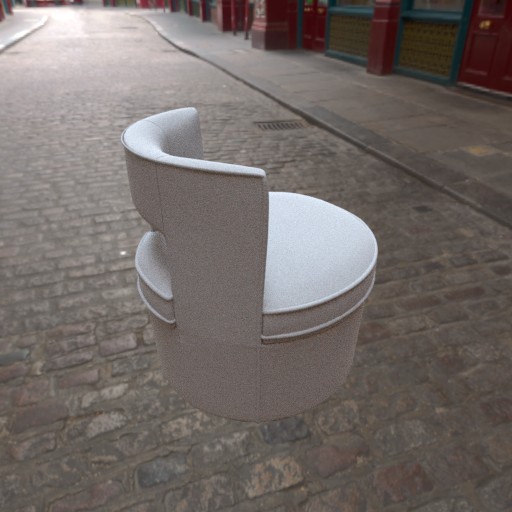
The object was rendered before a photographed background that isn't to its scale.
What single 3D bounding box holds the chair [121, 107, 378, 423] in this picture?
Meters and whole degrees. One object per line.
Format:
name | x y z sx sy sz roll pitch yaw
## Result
chair | 0.000 0.000 1.251 0.665 0.723 0.650 -10 32 -17
